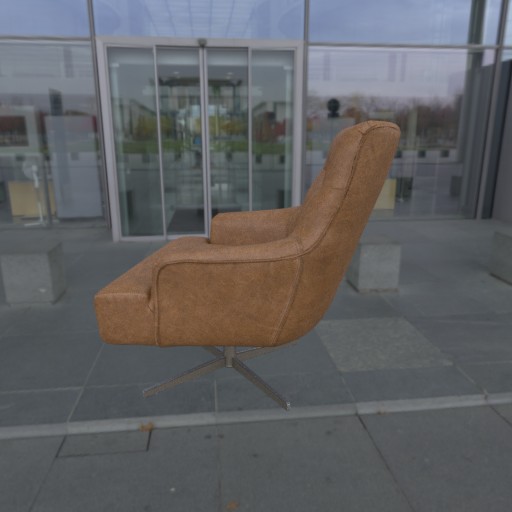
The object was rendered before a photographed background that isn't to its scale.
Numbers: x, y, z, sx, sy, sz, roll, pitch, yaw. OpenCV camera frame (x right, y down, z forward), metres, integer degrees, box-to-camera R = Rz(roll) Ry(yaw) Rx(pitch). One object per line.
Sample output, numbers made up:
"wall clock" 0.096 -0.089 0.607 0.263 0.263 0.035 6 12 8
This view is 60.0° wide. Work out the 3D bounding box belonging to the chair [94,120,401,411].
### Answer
"chair" 0.000 0.000 1.520 0.874 0.869 0.729 2 15 8
